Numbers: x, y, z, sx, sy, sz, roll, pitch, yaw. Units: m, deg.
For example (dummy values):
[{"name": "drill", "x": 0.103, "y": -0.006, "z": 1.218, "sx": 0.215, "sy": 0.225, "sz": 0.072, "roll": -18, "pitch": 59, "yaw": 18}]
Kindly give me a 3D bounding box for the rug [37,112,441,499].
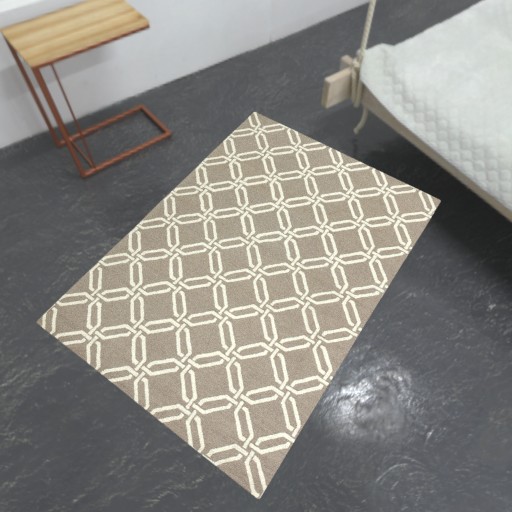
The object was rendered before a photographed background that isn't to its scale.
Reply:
[{"name": "rug", "x": 0.000, "y": 0.000, "z": 4.347, "sx": 2.441, "sy": 0.020, "sz": 3.419, "roll": 31, "pitch": 63, "yaw": 18}]
